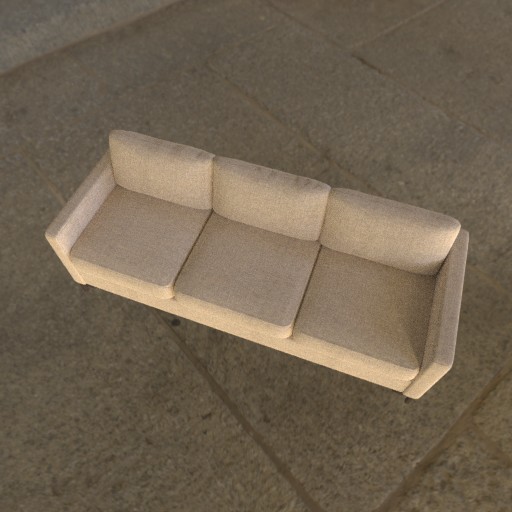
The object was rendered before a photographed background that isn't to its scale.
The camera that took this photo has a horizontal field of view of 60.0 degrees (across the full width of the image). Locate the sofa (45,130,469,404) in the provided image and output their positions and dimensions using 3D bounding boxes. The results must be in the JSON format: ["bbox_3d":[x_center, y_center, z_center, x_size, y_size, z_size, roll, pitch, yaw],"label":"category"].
[{"bbox_3d":[0.000,0.000,2.626,2.218,0.874,0.859,17,58,11],"label":"sofa"}]
